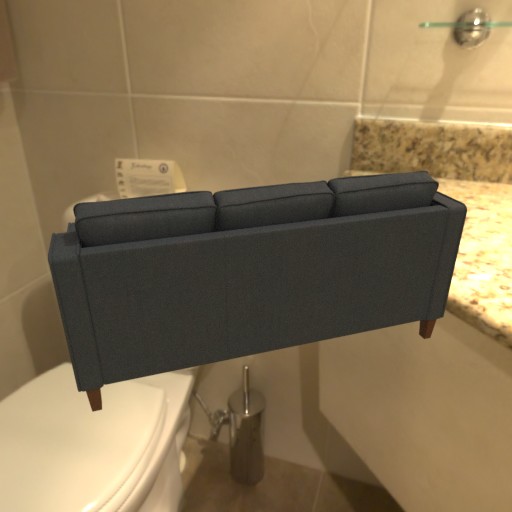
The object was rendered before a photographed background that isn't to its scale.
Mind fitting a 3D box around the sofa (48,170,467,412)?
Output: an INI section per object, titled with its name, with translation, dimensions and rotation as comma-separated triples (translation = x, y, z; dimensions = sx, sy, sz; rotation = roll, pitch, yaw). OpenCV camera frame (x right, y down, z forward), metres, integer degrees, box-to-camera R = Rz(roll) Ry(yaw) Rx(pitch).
[sofa]
translation = 0.000, 0.000, 2.515
dimensions = 1.986, 0.974, 0.911
rotation = -8, 26, -16
